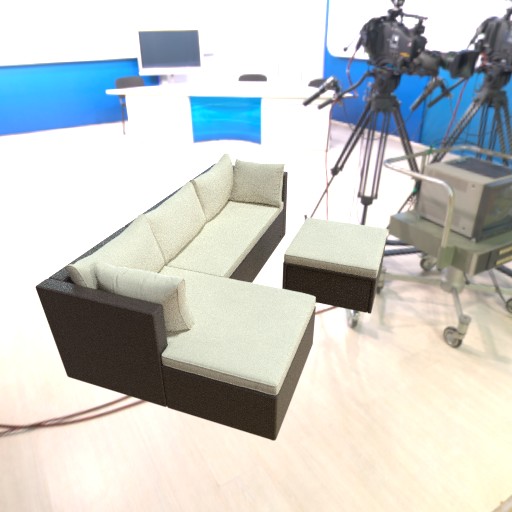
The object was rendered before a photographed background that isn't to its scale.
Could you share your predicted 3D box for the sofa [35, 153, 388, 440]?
[{"bbox_3d":[0.000,0.000,3.039,1.612,0.766,2.192,10,31,17],"label":"sofa"}]
